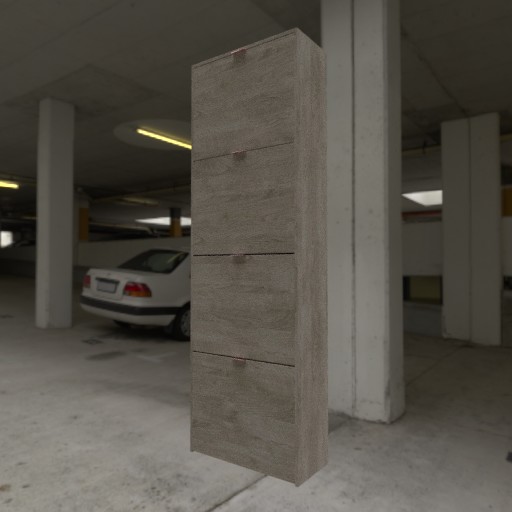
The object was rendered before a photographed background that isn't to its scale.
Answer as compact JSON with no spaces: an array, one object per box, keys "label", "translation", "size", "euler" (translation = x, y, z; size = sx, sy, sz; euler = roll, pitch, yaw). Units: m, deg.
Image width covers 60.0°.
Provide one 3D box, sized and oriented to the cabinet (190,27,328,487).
[{"label":"cabinet","translation":[0.000,0.000,1.811],"size":[0.520,1.630,0.250],"euler":[-1,-2,36]}]
